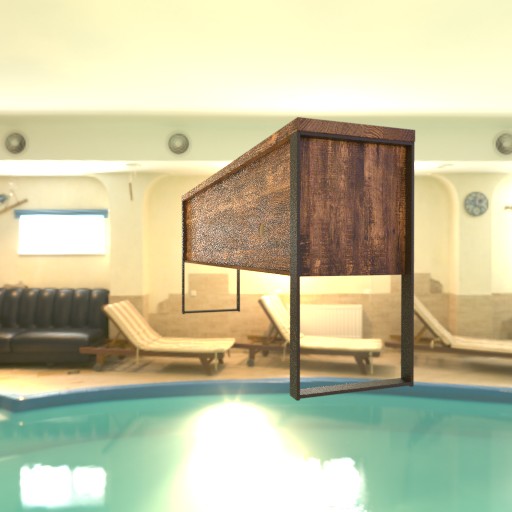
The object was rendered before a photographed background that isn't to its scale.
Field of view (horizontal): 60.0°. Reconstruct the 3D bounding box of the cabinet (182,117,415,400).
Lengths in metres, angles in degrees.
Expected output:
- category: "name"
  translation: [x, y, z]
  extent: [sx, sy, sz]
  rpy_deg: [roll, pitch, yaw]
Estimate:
- category: "cabinet"
  translation: [0.000, 0.000, 2.103]
  extent: [0.395, 0.762, 1.800]
  rpy_deg: [0, 1, -19]
